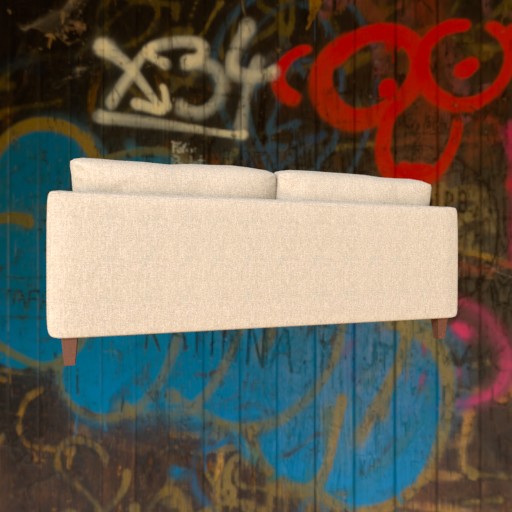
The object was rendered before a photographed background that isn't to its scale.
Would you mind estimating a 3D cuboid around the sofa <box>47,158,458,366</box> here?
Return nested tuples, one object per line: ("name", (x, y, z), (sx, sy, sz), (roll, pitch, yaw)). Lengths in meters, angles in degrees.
("sofa", (0.000, 0.000, 2.679), (2.208, 0.963, 0.956), (0, 0, -18))
